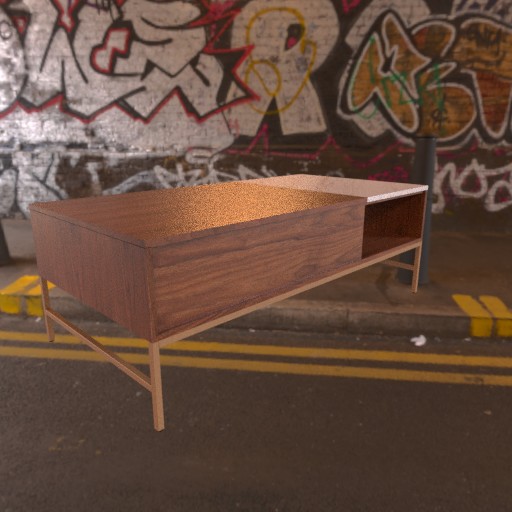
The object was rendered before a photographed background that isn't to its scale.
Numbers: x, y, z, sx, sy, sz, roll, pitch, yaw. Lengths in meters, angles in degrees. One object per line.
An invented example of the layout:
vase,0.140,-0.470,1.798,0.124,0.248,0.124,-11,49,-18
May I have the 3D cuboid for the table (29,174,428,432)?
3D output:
table,0.000,0.000,1.950,1.553,0.551,0.789,-15,22,-43
